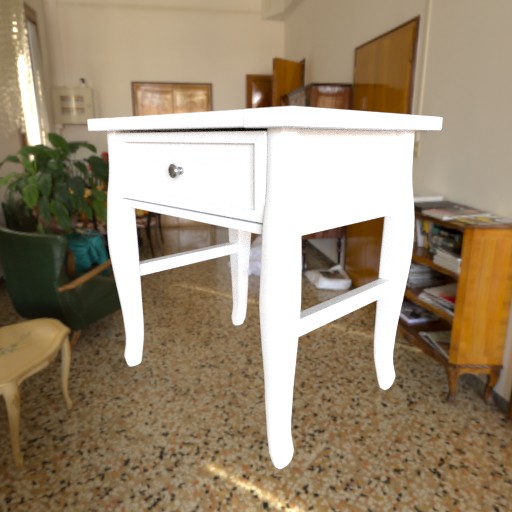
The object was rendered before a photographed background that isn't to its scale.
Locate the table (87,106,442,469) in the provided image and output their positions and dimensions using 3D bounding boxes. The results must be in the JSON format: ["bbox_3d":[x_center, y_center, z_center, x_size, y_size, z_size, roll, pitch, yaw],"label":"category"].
[{"bbox_3d":[0.000,0.000,1.012,0.463,0.605,0.599,-14,21,-43],"label":"table"}]
